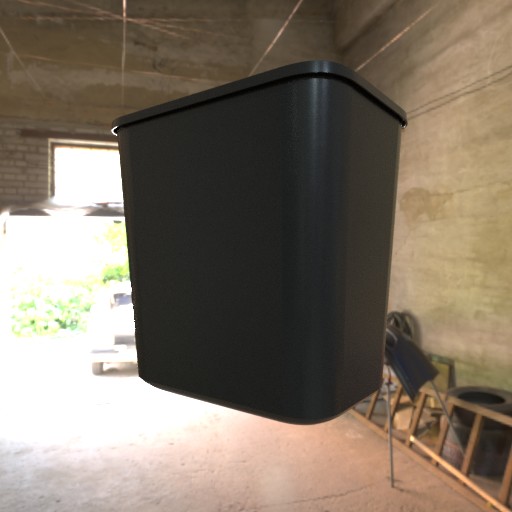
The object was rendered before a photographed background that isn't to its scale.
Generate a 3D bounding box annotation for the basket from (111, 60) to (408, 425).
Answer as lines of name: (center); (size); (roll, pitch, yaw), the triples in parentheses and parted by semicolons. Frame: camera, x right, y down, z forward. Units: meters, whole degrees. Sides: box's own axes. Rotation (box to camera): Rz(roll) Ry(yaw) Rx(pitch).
basket: (0.000, 0.000, 0.506); (0.300, 0.307, 0.211); (0, 0, 37)
